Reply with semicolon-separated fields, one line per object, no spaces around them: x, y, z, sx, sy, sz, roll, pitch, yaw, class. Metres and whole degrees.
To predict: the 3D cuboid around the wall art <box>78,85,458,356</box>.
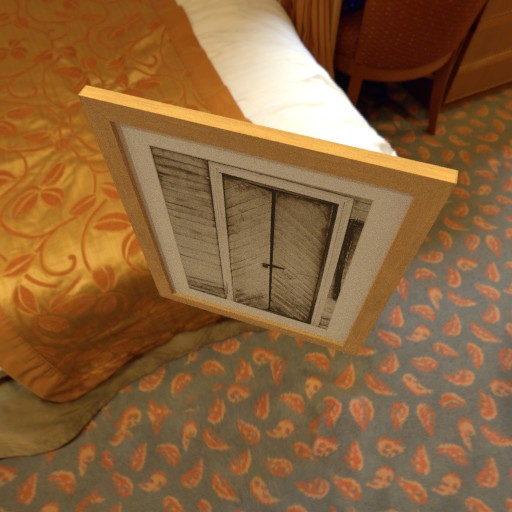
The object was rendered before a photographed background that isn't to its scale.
0.000;0.000;0.757;0.460;0.561;0.020;16;60;9;wall art
